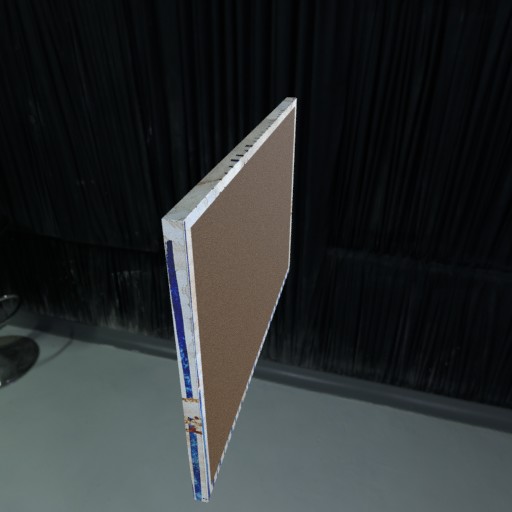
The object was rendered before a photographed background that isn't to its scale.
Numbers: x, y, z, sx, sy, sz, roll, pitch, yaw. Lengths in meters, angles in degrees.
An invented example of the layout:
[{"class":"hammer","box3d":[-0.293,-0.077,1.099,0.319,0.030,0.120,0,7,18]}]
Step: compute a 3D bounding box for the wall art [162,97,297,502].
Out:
[{"class":"wall art","box3d":[0.000,0.000,1.115,0.030,0.609,0.919,7,30,12]}]
